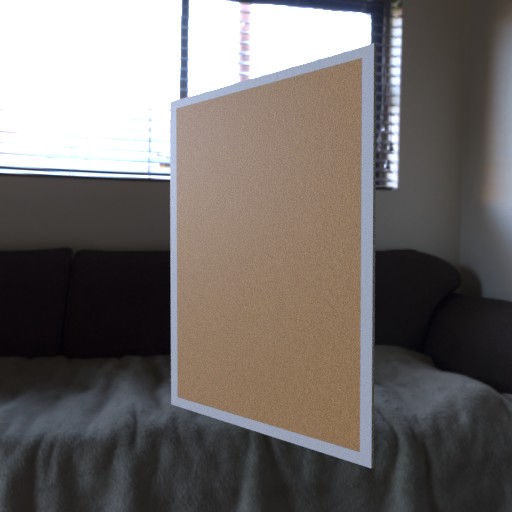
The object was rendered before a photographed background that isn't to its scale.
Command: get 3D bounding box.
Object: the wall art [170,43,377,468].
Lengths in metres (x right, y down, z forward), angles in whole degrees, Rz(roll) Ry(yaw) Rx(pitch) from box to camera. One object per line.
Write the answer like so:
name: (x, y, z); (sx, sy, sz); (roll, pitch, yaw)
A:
wall art: (0.000, 0.000, 1.183); (0.659, 0.940, 0.013); (1, 2, 37)
